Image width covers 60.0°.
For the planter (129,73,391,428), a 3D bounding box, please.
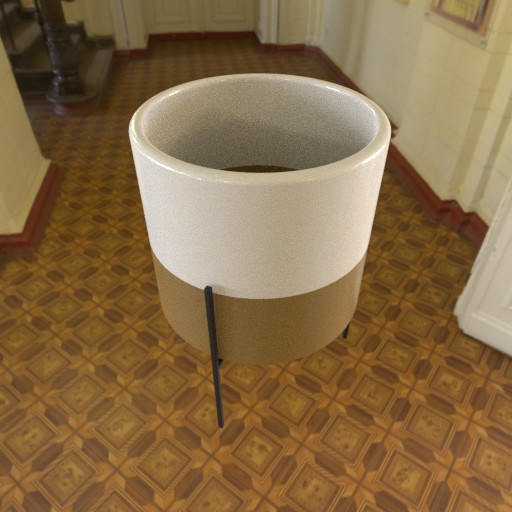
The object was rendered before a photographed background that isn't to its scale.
[{"bbox_3d":[0.000,0.000,0.655,0.310,0.432,0.310,25,46,27],"label":"planter"}]
